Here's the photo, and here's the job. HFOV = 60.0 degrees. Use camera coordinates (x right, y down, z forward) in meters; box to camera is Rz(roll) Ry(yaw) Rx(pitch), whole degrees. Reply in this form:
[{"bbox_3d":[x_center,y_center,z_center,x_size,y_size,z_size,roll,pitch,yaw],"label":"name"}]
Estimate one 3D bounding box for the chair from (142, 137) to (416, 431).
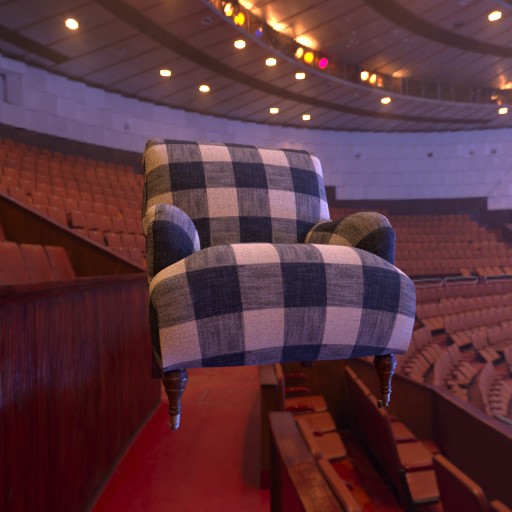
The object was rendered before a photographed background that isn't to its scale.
[{"bbox_3d":[0.000,0.000,1.568,0.781,0.953,0.848,0,-1,-17],"label":"chair"}]
